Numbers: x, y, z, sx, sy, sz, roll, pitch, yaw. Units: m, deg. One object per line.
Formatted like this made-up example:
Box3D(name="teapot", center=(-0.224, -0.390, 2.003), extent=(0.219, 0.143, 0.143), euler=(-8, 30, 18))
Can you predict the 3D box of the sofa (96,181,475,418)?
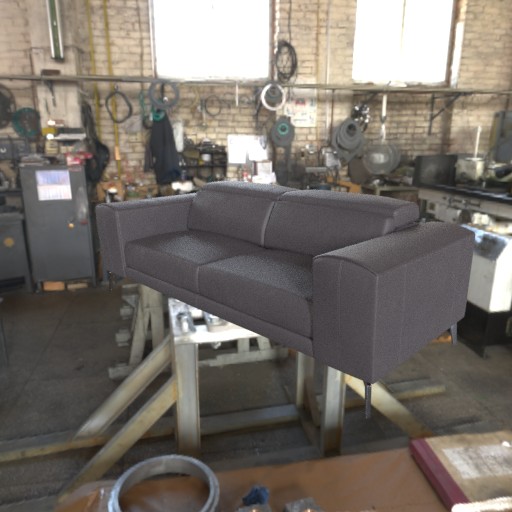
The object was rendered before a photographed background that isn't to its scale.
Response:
Box3D(name="sofa", center=(0.000, 0.000, 2.859), extent=(2.330, 0.814, 1.048), euler=(15, 21, 43))
